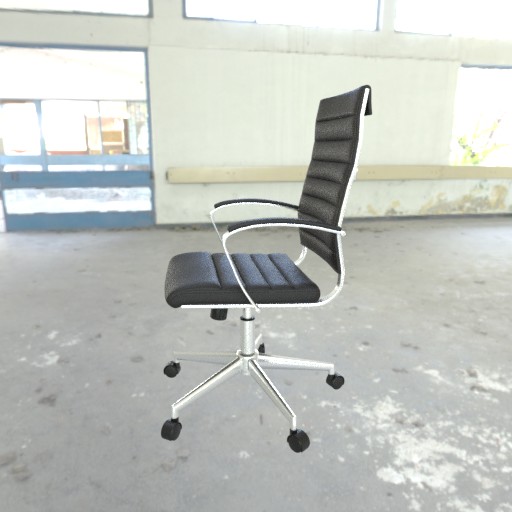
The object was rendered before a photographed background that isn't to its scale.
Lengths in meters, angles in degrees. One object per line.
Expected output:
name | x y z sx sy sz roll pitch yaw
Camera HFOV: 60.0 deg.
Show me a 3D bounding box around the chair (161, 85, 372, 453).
chair | 0.000 0.000 1.639 0.739 1.149 0.766 -2 14 -9
